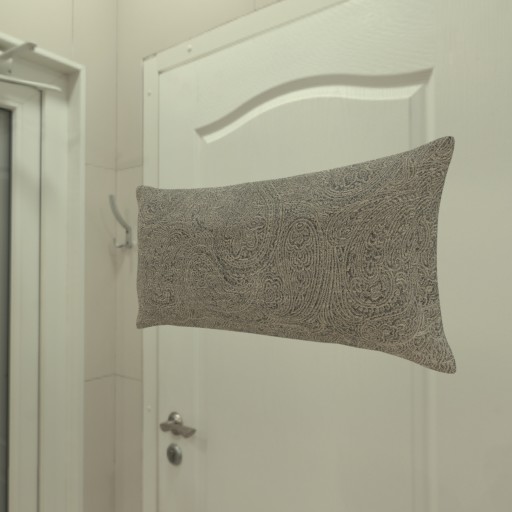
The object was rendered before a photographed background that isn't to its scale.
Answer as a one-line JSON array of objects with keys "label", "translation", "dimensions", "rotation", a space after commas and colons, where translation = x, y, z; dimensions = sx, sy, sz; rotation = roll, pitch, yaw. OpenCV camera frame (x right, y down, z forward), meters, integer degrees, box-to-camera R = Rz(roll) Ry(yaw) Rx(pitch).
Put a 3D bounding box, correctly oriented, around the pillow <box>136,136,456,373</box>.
[{"label": "pillow", "translation": [0.000, 0.000, 0.731], "dimensions": [0.615, 0.295, 0.151], "rotation": [-1, -1, 37]}]
